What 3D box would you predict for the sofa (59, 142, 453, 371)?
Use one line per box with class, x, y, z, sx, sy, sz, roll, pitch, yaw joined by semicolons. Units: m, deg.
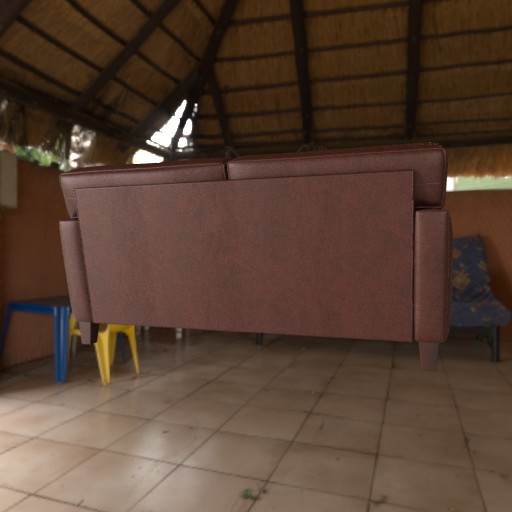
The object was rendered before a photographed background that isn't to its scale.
sofa;0.000;0.000;2.341;1.876;0.928;0.912;0;0;18
